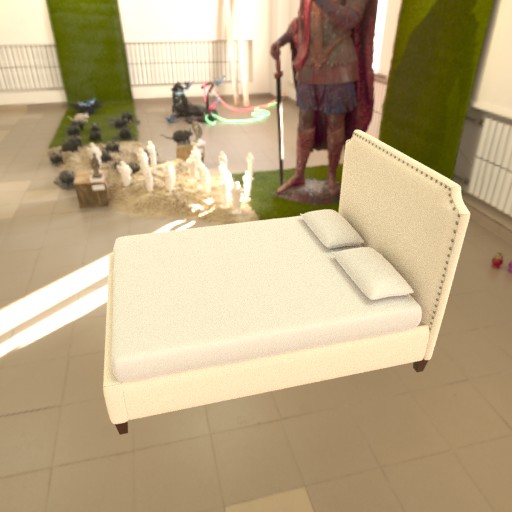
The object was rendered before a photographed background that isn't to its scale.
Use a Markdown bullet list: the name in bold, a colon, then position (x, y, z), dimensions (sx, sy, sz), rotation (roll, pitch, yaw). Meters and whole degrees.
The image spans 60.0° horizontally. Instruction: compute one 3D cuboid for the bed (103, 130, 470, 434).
- **bed**: position (0.000, 0.000, 3.501), dimensions (2.372, 1.497, 1.712), rotation (-8, 31, -13)
